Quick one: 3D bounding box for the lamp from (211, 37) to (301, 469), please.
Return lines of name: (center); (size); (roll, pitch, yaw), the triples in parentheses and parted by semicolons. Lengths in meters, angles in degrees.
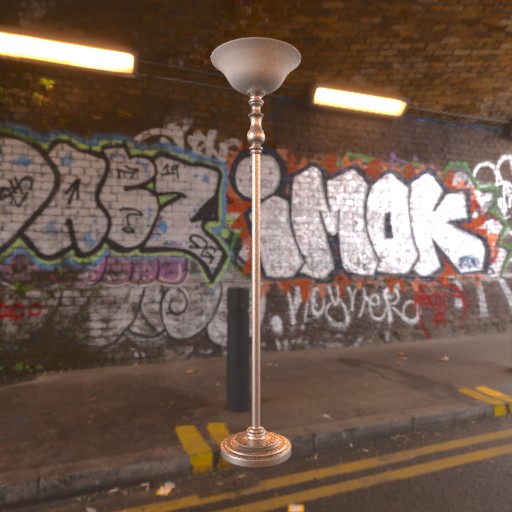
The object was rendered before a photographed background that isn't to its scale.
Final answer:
lamp: (0.000, 0.000, 1.989); (0.405, 1.771, 0.405); (0, -1, 18)
